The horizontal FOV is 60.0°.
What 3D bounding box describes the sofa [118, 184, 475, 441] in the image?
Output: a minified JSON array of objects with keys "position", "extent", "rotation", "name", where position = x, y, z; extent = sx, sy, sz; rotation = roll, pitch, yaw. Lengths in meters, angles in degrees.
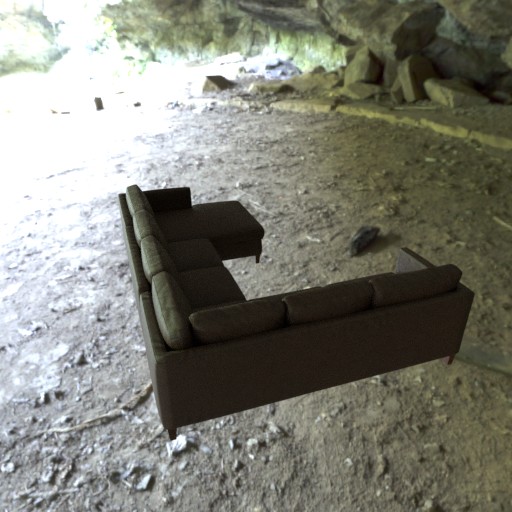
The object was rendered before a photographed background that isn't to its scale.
[{"position":[0.000,0.000,4.736],"extent":[2.593,0.923,3.460],"rotation":[-9,29,-17],"name":"sofa"}]
